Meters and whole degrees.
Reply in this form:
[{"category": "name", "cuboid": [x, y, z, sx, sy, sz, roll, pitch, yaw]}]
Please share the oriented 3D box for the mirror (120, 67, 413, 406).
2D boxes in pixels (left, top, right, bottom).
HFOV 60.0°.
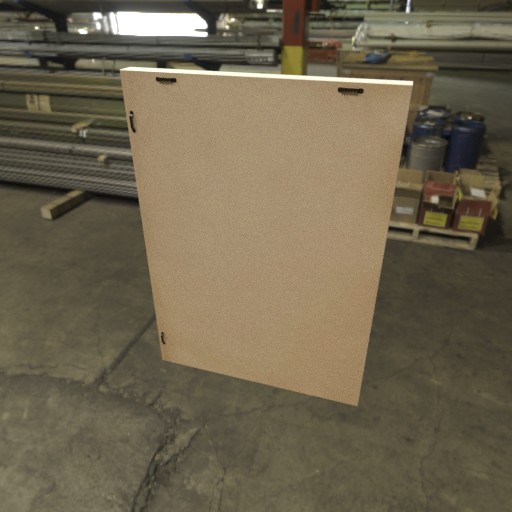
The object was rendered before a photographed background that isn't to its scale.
[{"category": "mirror", "cuboid": [0.000, 0.000, 0.930, 0.507, 0.710, 0.040, 9, 32, 15]}]
